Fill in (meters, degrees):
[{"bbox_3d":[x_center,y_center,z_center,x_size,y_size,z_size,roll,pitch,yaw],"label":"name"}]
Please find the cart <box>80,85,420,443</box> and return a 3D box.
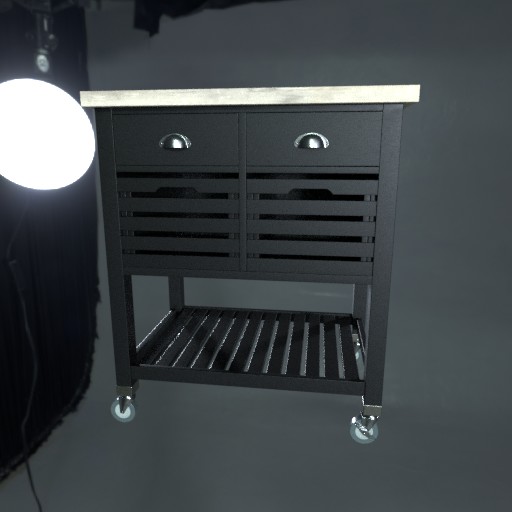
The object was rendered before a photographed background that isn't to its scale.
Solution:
[{"bbox_3d":[0.000,0.000,1.391,0.797,0.920,0.567,2,13,8],"label":"cart"}]
